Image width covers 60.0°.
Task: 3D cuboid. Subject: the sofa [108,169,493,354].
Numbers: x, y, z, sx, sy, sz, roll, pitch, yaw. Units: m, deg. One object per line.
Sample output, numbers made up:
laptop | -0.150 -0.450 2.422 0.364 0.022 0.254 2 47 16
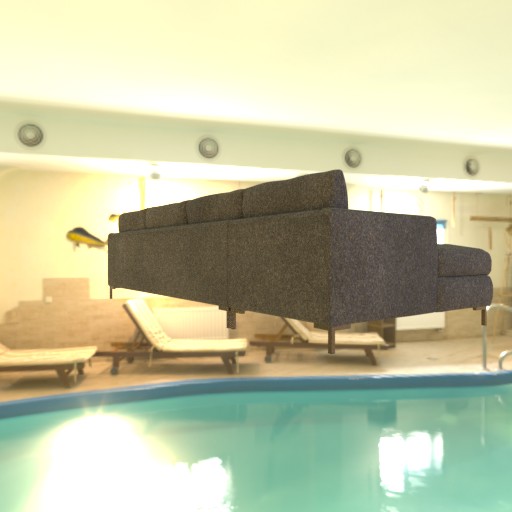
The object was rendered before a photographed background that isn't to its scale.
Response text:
sofa | 0.000 0.000 3.381 1.350 0.810 2.932 0 0 -36
